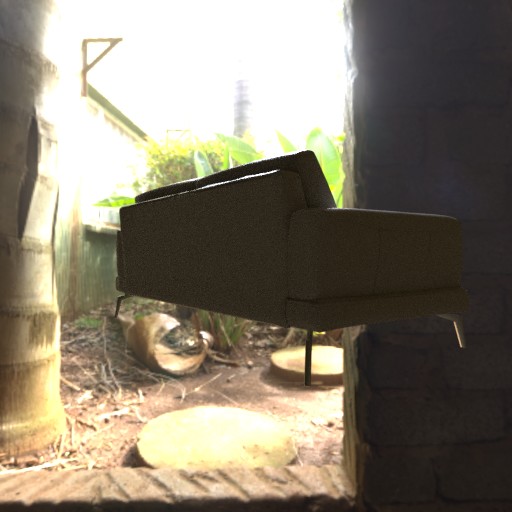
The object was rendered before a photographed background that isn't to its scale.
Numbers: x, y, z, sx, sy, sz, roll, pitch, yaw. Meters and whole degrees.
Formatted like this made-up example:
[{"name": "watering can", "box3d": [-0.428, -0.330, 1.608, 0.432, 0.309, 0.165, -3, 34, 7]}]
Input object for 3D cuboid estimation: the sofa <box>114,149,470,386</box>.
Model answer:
[{"name": "sofa", "box3d": [0.000, 0.000, 2.757, 1.121, 0.930, 2.177, 0, 1, -37]}]
